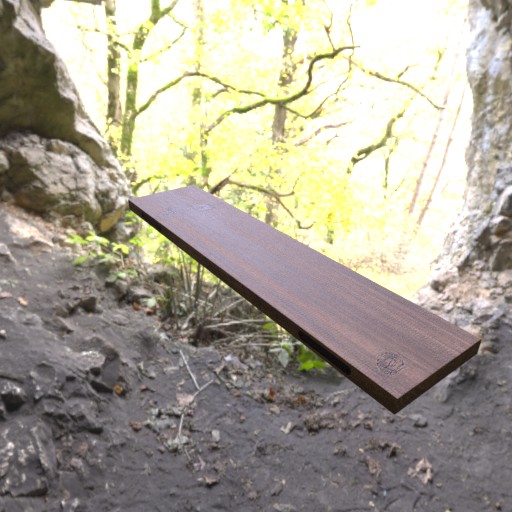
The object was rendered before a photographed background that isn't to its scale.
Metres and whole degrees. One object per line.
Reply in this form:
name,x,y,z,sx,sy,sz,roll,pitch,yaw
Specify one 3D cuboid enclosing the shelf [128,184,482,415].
shelf,0.000,0.000,0.650,0.140,0.020,0.610,-19,34,-32
